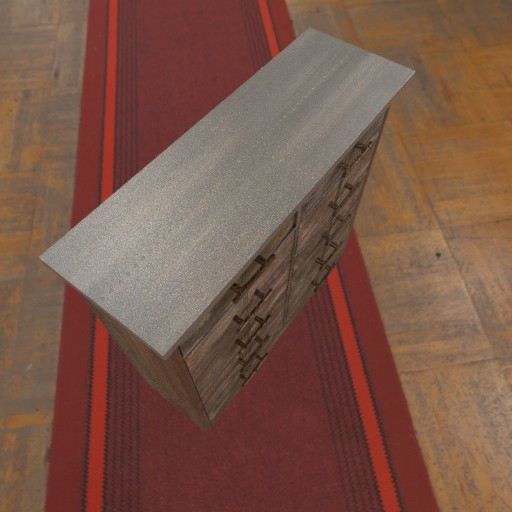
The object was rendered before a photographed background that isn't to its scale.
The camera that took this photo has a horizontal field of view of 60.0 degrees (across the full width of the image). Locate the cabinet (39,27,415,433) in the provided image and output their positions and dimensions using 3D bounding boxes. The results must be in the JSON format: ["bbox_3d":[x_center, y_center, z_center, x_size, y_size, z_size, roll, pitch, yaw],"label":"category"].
[{"bbox_3d":[0.000,0.000,1.406,0.338,0.919,0.968,33,64,18],"label":"cabinet"}]
